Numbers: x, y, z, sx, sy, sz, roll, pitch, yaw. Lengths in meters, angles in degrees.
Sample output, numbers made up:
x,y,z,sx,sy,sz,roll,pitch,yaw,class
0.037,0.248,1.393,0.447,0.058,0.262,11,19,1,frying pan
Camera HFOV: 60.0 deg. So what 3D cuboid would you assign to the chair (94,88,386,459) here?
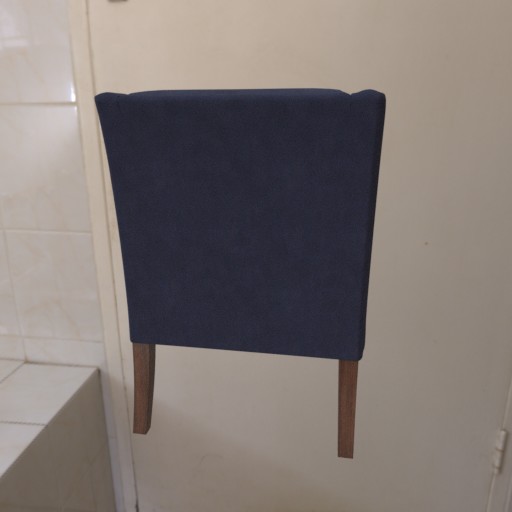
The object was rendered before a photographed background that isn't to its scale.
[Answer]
x,y,z,sx,sy,sz,roll,pitch,yaw,class
0.000,0.000,1.313,0.629,0.895,0.629,3,17,9,chair
